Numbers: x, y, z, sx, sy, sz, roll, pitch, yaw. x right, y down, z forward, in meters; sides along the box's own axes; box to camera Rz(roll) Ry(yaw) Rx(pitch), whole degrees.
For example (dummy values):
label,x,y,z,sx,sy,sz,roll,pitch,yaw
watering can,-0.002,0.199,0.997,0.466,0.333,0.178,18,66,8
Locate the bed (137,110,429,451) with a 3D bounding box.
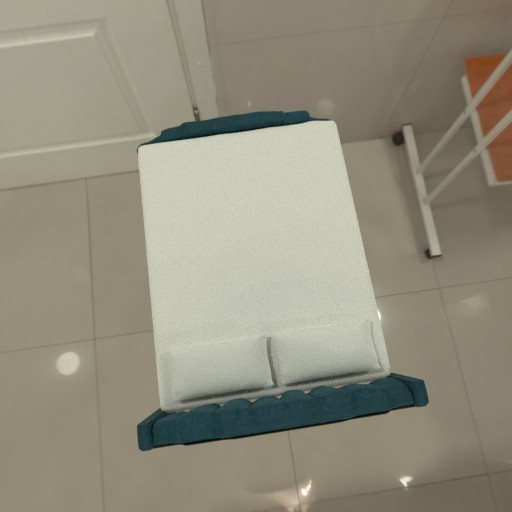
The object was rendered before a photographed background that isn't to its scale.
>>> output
label,x,y,z,sx,sy,sz,roll,pitch,yaw
bed,0.000,0.000,3.269,1.676,1.351,2.322,-8,75,-2
